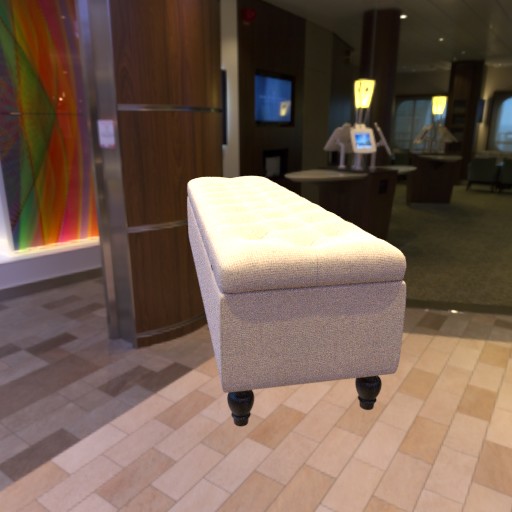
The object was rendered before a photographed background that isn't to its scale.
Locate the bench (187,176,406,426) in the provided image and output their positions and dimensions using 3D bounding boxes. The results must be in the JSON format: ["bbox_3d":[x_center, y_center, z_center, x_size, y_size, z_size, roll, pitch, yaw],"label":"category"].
[{"bbox_3d":[0.000,0.000,1.733,0.455,0.467,1.480,-3,17,-11],"label":"bench"}]
